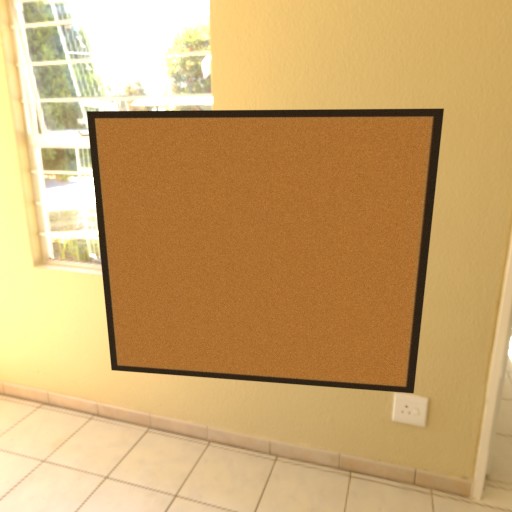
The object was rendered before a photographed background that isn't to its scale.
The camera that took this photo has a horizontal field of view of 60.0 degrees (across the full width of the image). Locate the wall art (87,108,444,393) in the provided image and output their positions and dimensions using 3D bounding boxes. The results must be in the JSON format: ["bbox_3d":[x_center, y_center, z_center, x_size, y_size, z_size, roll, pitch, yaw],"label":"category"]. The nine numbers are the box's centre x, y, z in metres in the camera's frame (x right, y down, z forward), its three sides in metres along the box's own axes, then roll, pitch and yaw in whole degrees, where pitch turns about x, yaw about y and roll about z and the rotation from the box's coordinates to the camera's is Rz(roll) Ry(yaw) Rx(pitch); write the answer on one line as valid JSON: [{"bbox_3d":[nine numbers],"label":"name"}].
[{"bbox_3d":[0.000,0.000,1.398,1.033,0.875,0.023,2,15,8],"label":"wall art"}]
